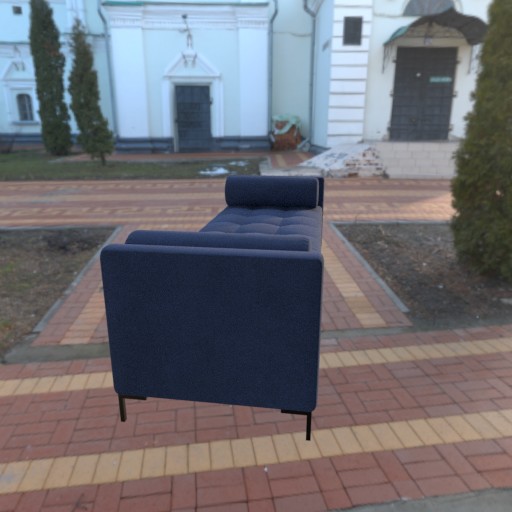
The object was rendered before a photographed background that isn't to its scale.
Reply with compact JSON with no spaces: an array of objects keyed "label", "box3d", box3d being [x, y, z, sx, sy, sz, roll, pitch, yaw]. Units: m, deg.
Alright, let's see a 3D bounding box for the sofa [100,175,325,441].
[{"label":"sofa","box3d":[0.000,0.000,2.323,0.686,0.635,1.981,2,17,8]}]
